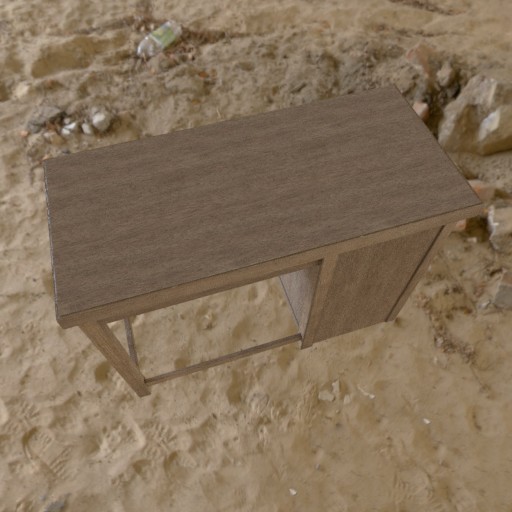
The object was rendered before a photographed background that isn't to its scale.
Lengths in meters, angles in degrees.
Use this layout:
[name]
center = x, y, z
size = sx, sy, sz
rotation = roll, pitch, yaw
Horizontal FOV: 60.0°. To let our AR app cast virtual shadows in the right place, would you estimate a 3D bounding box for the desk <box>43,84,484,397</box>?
[desk]
center = 0.000, 0.000, 1.800
size = 1.289, 0.912, 0.610
rotation = -15, 59, -9
